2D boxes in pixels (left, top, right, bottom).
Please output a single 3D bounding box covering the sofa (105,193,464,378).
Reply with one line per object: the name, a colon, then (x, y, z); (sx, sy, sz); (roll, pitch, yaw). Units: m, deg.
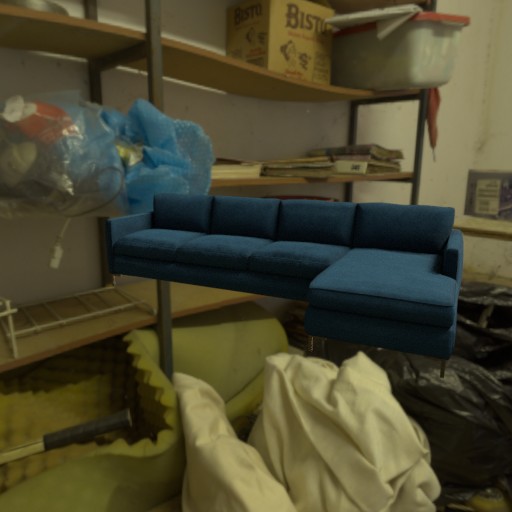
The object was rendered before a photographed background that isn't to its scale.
sofa: (0.000, 0.000, 3.462); (2.932, 0.810, 1.350); (6, 14, 25)
